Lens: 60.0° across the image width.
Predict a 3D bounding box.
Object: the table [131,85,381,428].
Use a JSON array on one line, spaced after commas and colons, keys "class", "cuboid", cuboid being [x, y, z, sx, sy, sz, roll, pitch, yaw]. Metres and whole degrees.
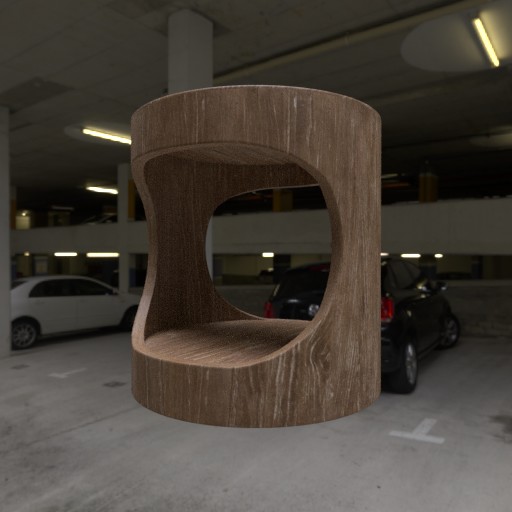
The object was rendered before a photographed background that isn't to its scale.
[{"class": "table", "cuboid": [0.000, 0.000, 0.972, 0.527, 0.551, 0.527, 0, 1, 0]}]
